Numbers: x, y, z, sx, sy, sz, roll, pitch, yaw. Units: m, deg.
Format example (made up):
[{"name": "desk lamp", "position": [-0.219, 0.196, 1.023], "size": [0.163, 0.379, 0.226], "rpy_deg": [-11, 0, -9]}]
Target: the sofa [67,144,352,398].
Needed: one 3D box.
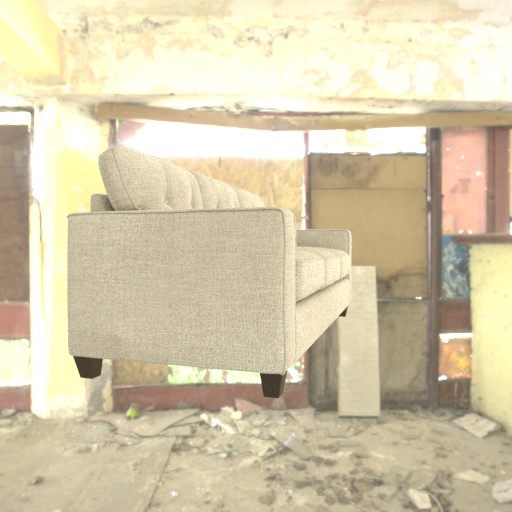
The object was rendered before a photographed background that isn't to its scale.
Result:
[{"name": "sofa", "position": [0.000, 0.000, 2.633], "size": [0.939, 0.965, 2.133], "rpy_deg": [0, 1, 18]}]
